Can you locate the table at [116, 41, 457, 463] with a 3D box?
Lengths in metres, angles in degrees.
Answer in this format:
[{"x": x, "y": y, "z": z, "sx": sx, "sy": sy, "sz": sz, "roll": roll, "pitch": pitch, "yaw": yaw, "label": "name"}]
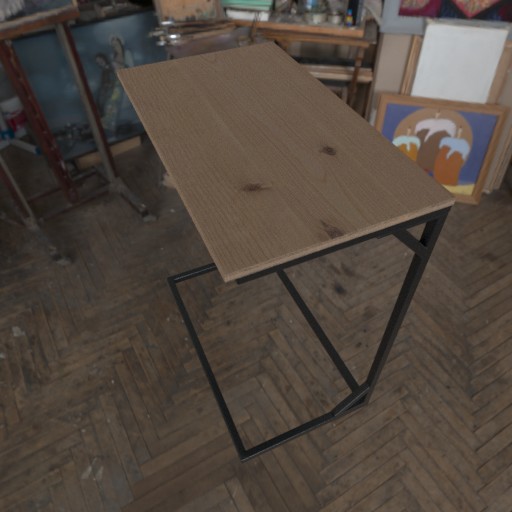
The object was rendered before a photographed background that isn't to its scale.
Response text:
[{"x": 0.000, "y": 0.000, "z": 1.005, "sx": 0.351, "sy": 0.673, "sz": 0.597, "roll": -18, "pitch": 50, "yaw": -16, "label": "table"}]
